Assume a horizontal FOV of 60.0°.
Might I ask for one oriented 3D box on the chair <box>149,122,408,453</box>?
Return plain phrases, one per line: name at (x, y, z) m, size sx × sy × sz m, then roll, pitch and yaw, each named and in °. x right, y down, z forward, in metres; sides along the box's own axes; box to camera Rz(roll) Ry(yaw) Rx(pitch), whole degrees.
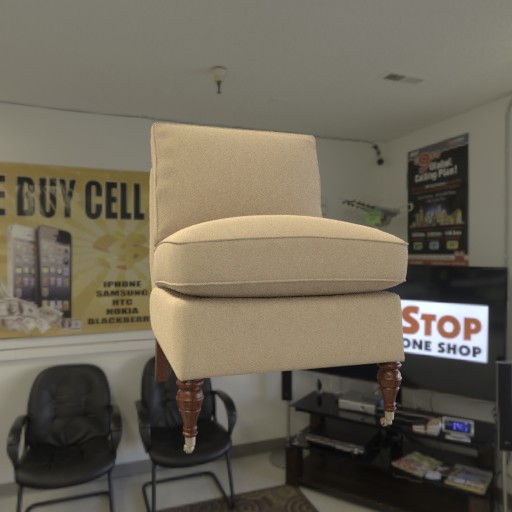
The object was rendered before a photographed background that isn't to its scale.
chair at (0.000, 0.000, 1.623) m, size 0.724 × 1.052 × 0.912 m, roll 0°, pitch 1°, yaw -18°
